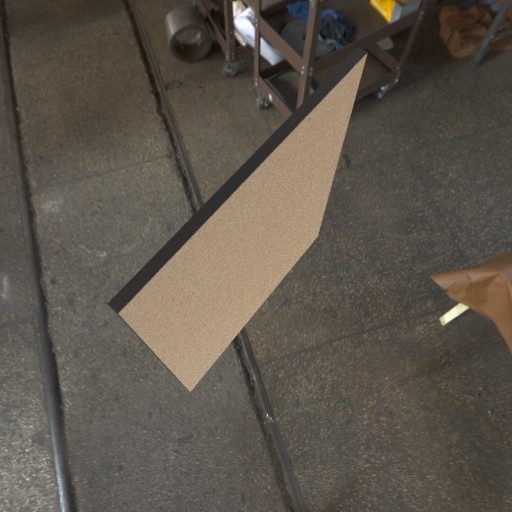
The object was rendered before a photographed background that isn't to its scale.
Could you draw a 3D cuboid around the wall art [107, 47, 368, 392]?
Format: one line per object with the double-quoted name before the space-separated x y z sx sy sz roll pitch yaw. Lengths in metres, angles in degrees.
"wall art" 0.000 0.000 1.237 0.028 0.863 0.755 35 70 15
